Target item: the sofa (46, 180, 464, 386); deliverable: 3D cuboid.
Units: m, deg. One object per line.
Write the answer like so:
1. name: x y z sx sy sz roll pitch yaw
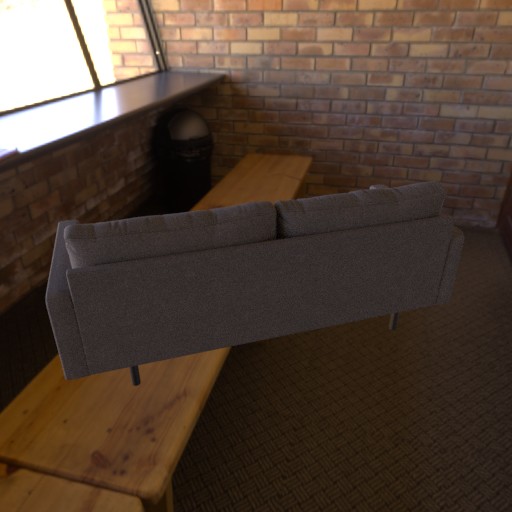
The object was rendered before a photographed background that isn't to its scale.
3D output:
1. sofa: 0.000 0.000 2.548 2.100 0.880 0.880 -9 30 -15
